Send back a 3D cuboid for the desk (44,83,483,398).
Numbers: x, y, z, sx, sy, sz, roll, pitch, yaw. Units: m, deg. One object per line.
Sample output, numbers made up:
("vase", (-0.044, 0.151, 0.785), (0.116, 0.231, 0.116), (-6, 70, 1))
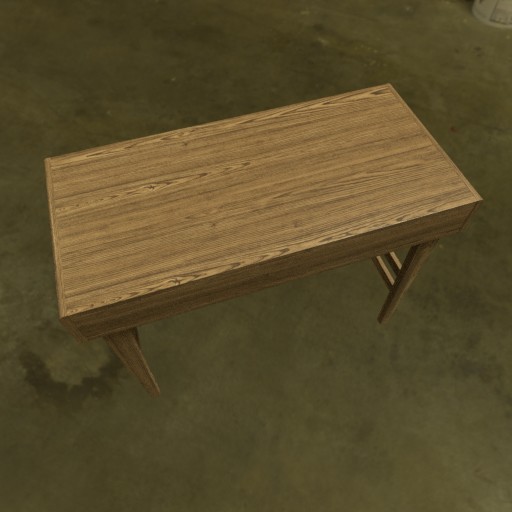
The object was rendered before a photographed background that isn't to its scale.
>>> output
("desk", (0.000, 0.000, 1.491), (1.067, 0.755, 0.508), (-16, 58, -10))
